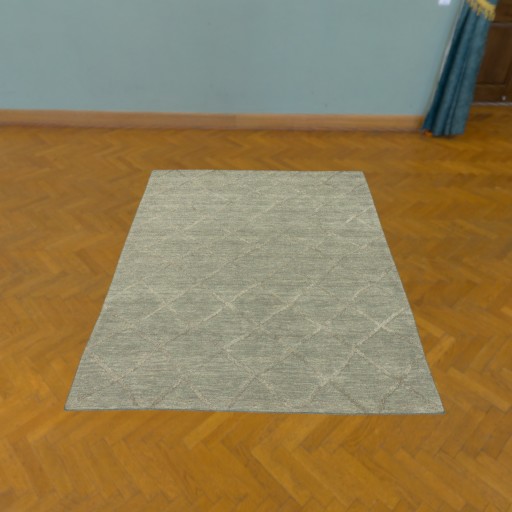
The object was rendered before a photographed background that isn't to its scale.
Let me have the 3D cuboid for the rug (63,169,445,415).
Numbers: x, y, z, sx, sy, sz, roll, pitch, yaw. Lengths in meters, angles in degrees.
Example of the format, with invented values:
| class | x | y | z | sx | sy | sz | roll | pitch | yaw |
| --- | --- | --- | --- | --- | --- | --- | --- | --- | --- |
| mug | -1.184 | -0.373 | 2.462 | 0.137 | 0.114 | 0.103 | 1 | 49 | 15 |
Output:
| class | x | y | z | sx | sy | sz | roll | pitch | yaw |
| --- | --- | --- | --- | --- | --- | --- | --- | --- | --- |
| rug | 0.000 | 0.000 | 3.945 | 2.438 | 0.013 | 3.048 | 0 | 41 | 0 |
